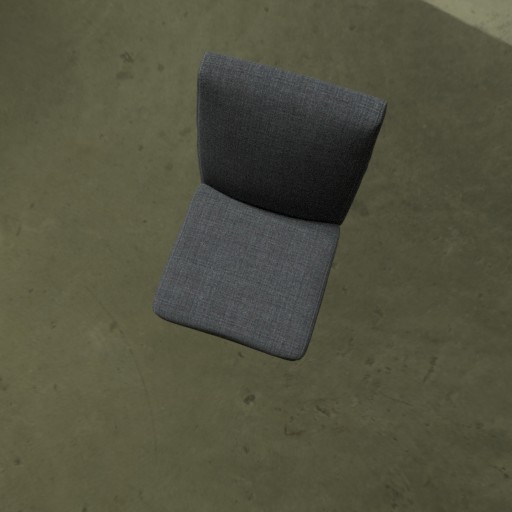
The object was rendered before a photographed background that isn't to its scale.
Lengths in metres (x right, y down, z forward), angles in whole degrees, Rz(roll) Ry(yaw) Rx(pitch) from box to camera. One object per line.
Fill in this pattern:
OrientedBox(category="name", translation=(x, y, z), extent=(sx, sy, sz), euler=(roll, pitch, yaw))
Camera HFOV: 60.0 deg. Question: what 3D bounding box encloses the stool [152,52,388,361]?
OrientedBox(category="stool", translation=(0.000, 0.000, 1.408), extent=(0.483, 1.112, 0.570), euler=(17, 76, 5))
